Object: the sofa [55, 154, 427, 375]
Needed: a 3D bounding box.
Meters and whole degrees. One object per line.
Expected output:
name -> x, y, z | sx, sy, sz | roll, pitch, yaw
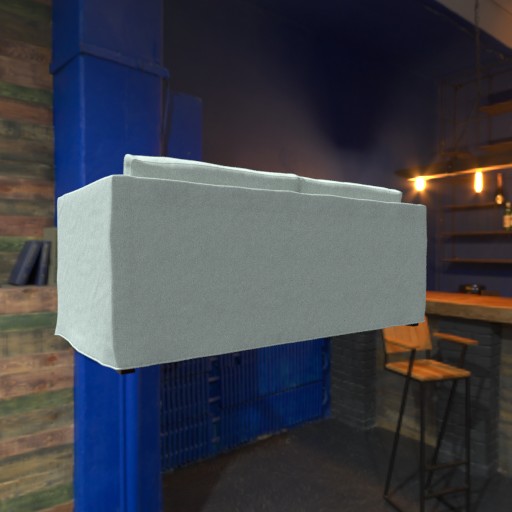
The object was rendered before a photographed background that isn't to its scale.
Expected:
sofa -> 0.000, 0.000, 2.545 | 1.987, 0.870, 0.940 | -1, 1, -36
